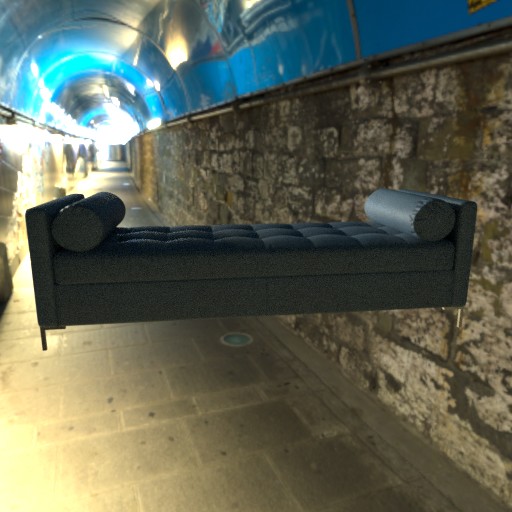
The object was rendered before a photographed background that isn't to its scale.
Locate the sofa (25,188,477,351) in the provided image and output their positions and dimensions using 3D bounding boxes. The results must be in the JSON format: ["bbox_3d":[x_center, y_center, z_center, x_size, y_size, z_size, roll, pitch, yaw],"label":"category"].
[{"bbox_3d":[0.000,0.000,2.305,1.981,0.635,0.686,-2,13,-8],"label":"sofa"}]
